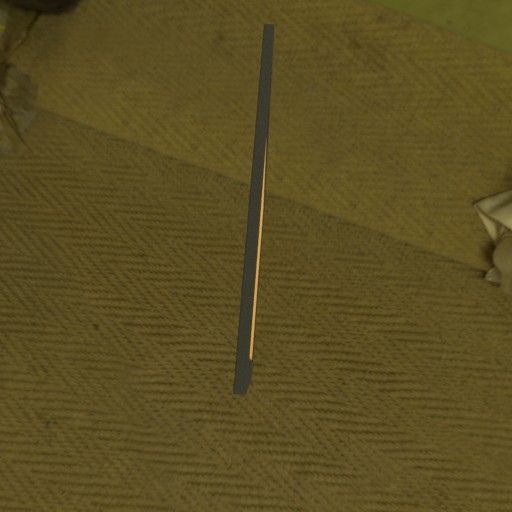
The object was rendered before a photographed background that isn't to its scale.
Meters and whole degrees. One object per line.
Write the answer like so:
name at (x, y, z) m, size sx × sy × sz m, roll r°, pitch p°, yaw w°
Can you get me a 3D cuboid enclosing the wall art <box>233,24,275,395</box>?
wall art at (0.000, 0.000, 0.678) m, size 0.012 × 0.529 × 0.374 m, roll 4°, pitch 76°, yaw 1°
